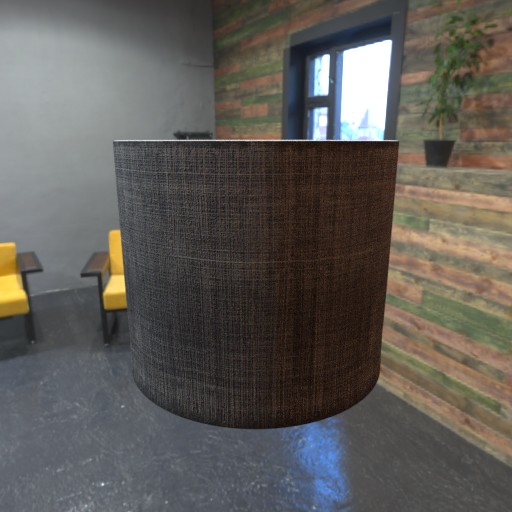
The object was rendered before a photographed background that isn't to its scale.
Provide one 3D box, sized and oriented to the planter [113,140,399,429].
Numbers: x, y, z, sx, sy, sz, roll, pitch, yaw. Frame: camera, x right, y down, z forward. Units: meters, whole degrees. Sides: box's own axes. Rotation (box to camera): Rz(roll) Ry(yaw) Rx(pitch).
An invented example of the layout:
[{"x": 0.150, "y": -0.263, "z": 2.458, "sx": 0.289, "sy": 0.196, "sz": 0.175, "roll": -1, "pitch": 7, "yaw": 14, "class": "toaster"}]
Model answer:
[{"x": 0.000, "y": 0.000, "z": 0.439, "sx": 0.254, "sy": 0.221, "sz": 0.254, "roll": 0, "pitch": 14, "yaw": 0, "class": "planter"}]
